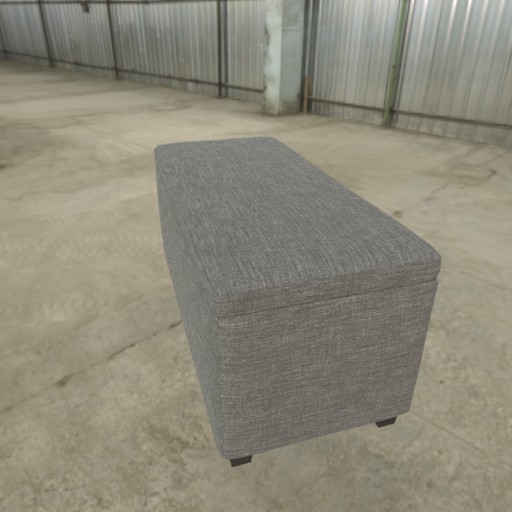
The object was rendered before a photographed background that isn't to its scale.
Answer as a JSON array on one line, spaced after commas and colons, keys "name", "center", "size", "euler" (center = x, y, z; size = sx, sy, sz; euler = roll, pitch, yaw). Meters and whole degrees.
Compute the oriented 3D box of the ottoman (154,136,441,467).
[{"name": "ottoman", "center": [0.000, 0.000, 1.146], "size": [0.419, 0.432, 0.902], "euler": [-8, 29, -15]}]
